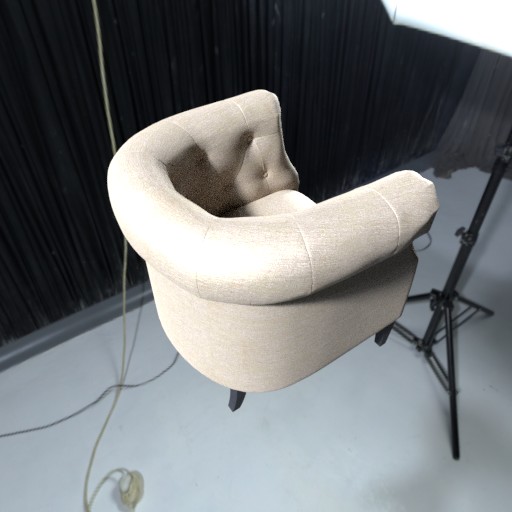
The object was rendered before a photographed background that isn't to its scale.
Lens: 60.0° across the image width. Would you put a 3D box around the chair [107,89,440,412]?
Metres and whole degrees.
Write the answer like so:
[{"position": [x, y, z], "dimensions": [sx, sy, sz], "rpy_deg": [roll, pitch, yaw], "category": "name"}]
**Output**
[{"position": [0.000, 0.000, 1.574], "dimensions": [0.852, 0.827, 0.905], "rpy_deg": [-25, 48, -25], "category": "chair"}]
